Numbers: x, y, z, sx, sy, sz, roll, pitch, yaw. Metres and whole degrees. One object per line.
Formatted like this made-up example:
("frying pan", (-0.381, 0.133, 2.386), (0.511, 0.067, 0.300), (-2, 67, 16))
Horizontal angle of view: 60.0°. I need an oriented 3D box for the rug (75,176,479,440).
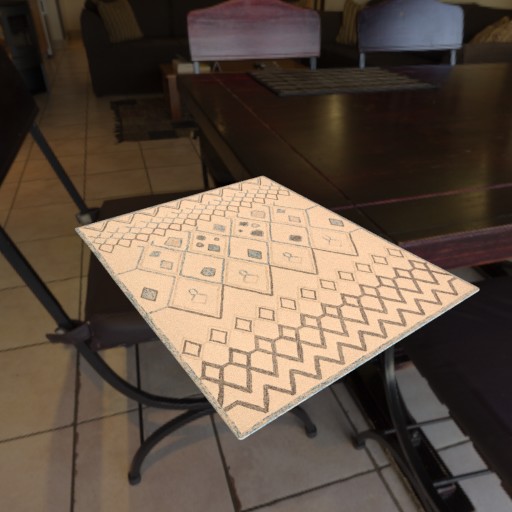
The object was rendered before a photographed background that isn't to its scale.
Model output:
("rug", (0.000, 0.000, 4.162), (2.441, 0.013, 3.056), (-21, 38, -30))
